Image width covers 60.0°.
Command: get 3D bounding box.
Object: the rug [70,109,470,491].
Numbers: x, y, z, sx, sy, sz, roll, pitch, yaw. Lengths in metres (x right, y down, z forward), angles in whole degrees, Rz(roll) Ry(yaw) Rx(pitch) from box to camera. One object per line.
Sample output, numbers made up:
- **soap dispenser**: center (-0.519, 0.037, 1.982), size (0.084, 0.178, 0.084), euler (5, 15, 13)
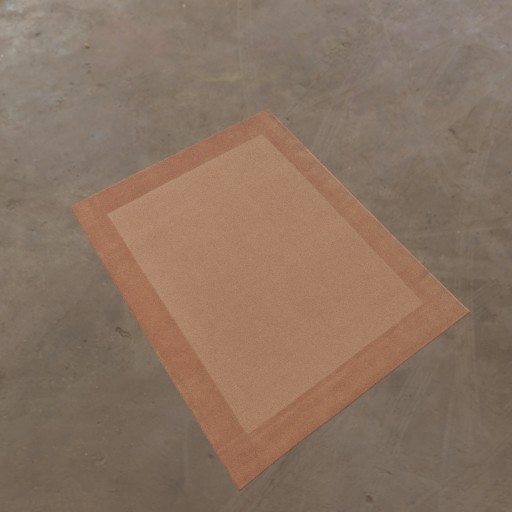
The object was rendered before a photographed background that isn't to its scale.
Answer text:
- **rug**: center (0.000, 0.000, 4.146), size (2.431, 0.021, 3.057), euler (-31, 65, -16)
